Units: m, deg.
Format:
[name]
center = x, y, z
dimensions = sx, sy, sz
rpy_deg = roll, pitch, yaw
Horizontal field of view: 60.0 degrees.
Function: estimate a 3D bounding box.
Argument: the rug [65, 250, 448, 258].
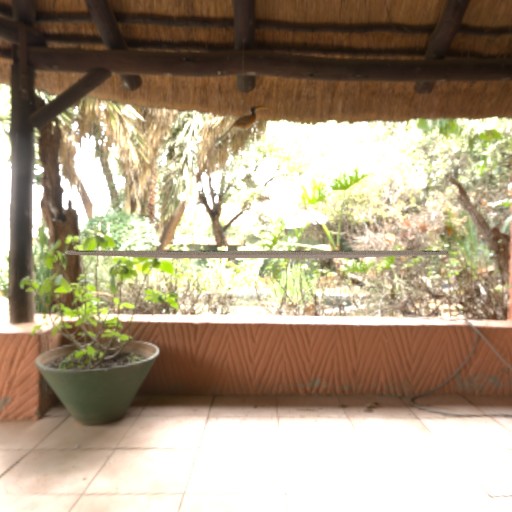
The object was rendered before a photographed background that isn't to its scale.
[rug]
center = 0.000, 0.000, 2.932
dimensions = 1.521, 0.017, 2.365
rpy_deg = 0, -1, 0
